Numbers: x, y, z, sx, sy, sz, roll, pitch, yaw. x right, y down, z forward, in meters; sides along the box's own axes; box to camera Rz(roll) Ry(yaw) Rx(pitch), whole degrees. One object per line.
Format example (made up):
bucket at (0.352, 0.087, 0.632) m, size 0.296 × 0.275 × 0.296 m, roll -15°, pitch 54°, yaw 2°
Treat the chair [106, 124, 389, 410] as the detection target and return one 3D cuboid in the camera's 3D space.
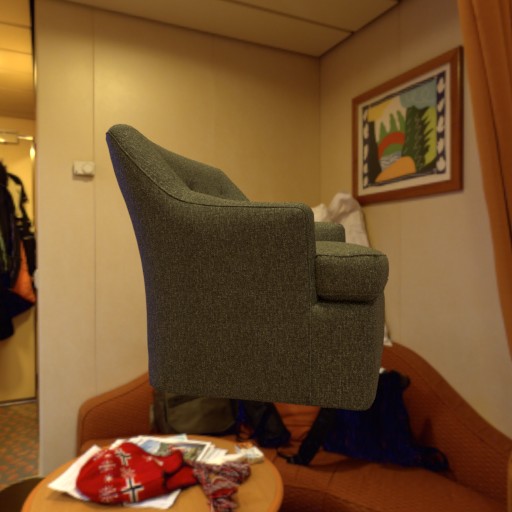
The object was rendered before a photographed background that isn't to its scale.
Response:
chair at (0.000, 0.000, 1.621) m, size 0.923 × 0.856 × 0.864 m, roll 0°, pitch 0°, yaw 18°
